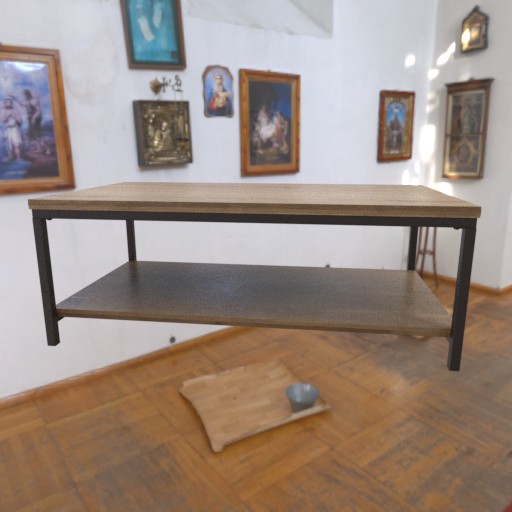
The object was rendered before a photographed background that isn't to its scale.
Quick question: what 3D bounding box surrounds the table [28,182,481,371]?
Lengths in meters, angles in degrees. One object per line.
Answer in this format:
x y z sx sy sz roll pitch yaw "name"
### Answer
0.000 0.000 1.349 1.062 0.393 0.574 2 14 7 "table"
